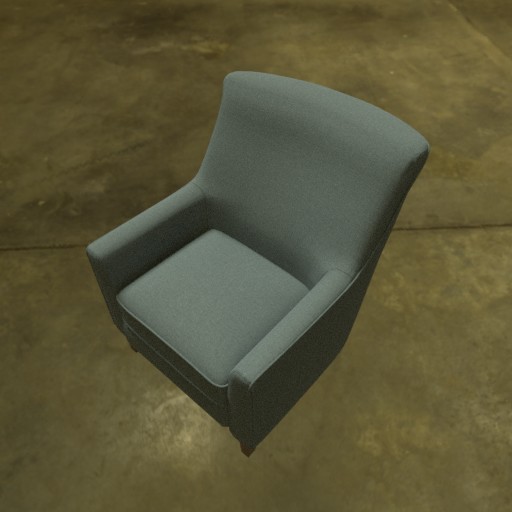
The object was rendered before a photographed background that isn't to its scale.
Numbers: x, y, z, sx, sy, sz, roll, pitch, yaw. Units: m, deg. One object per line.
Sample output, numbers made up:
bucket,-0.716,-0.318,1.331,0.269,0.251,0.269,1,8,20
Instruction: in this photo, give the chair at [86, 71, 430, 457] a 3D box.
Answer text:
chair,0.000,0.000,1.552,0.756,0.916,0.879,33,54,28
